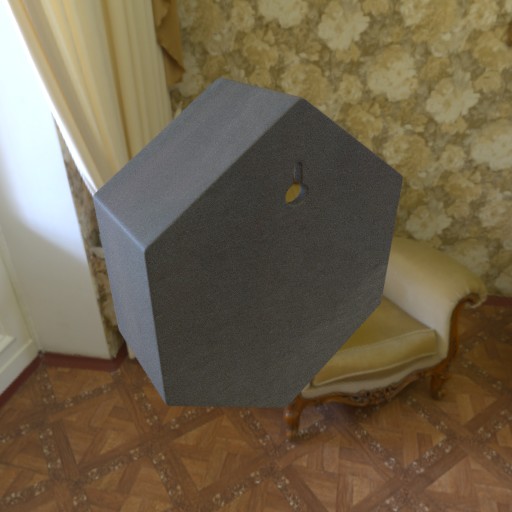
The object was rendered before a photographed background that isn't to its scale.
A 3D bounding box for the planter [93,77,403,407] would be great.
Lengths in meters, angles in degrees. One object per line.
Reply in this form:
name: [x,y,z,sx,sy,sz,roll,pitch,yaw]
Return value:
planter: [0.000,0.000,0.285,0.169,0.206,0.077,-19,35,-29]
